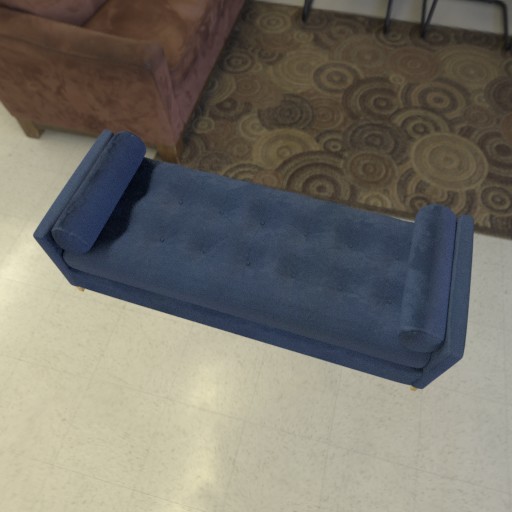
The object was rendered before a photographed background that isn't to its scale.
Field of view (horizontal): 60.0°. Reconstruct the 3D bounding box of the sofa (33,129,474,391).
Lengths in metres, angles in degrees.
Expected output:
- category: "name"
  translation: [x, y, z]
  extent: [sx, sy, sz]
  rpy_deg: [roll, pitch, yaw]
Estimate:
- category: "sofa"
  translation: [0.000, 0.000, 2.460]
  extent: [2.102, 0.705, 0.796]
  rpy_deg: [15, 61, 9]
